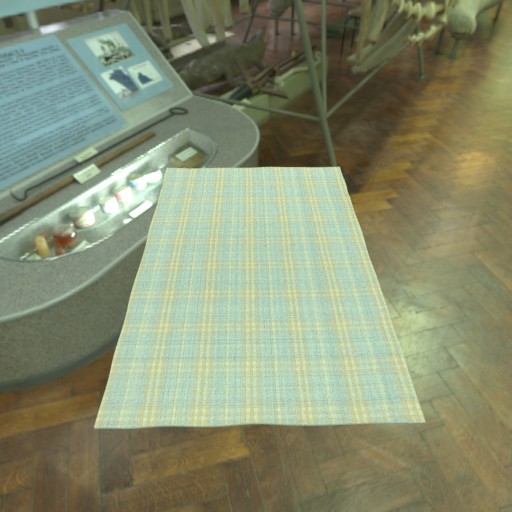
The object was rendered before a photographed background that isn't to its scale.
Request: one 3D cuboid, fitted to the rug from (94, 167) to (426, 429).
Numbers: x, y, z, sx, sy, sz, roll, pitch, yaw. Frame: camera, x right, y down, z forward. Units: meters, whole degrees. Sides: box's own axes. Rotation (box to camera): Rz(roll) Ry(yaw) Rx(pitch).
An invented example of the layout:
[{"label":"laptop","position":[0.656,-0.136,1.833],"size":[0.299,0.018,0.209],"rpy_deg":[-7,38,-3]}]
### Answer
[{"label":"rug","position":[0.000,0.000,2.991],"size":[1.545,0.016,2.460],"rpy_deg":[-1,40,-1]}]
